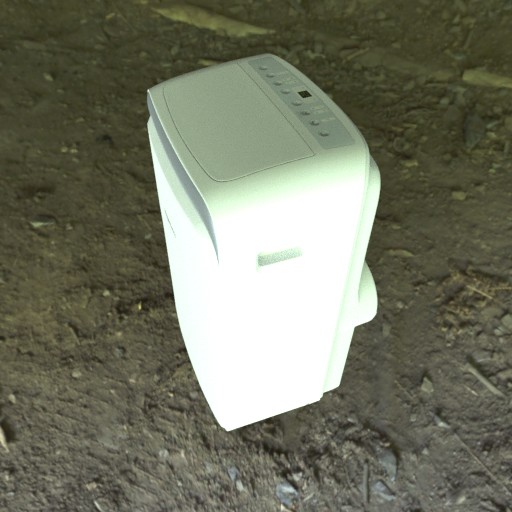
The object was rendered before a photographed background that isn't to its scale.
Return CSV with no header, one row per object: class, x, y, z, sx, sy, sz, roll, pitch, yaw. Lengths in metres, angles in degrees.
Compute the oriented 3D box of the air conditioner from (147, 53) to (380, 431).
air conditioner,0.000,0.000,0.949,0.365,0.700,0.454,-17,50,-15
